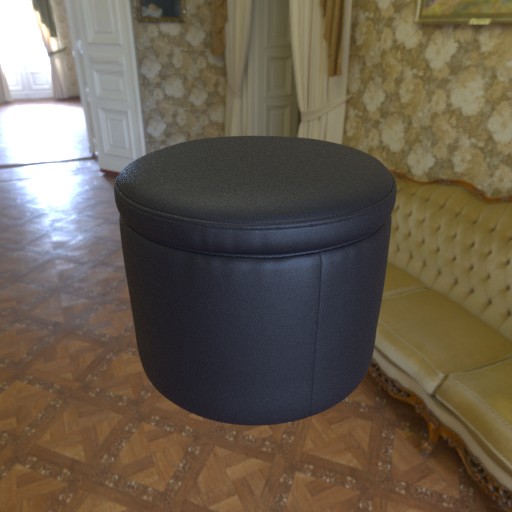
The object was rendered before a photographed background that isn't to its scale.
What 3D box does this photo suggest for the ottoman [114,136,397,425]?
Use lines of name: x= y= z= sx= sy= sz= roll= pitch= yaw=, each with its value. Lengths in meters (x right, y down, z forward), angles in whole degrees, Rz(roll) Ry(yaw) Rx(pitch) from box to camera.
ottoman: x=0.000 y=0.000 z=0.884 sx=0.501 sy=0.409 sz=0.501 roll=0 pitch=27 yaw=0
